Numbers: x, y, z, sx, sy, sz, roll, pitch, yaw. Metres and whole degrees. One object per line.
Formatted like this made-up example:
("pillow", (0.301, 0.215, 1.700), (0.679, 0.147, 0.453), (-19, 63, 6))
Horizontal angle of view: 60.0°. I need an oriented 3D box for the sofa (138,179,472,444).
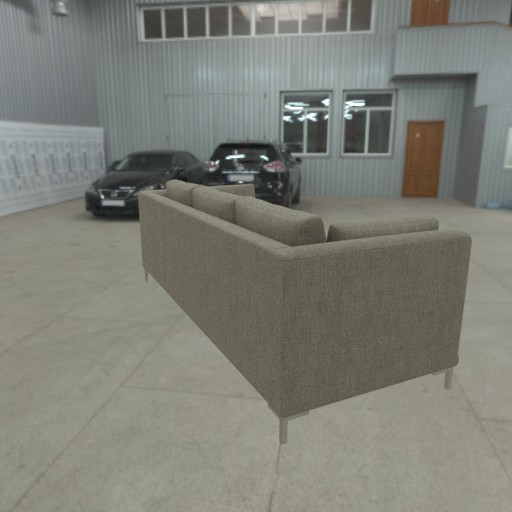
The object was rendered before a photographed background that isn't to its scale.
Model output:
("sofa", (0.000, 0.000, 2.851), (0.969, 0.867, 2.415), (-7, 16, -25))
